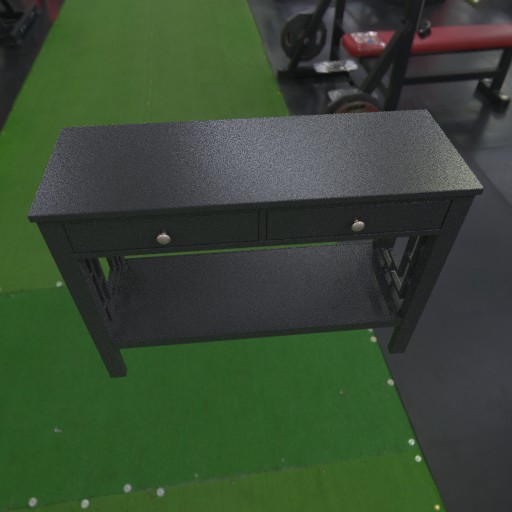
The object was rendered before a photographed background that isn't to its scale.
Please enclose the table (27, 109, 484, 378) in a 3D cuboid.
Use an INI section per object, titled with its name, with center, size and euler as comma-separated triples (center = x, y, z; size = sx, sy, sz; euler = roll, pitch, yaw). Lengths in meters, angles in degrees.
[table]
center = 0.000, 0.000, 1.430
size = 1.068, 0.753, 0.397
euler = -4, 46, -4
